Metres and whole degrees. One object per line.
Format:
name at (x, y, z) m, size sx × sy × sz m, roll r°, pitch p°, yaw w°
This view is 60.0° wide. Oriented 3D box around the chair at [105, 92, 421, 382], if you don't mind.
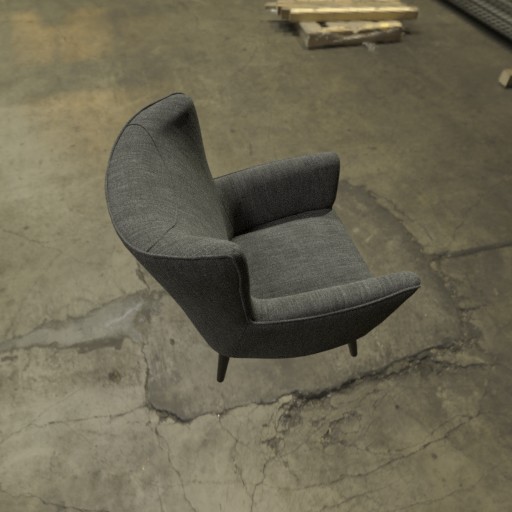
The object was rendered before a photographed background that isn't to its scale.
chair at (0.000, 0.000, 1.624) m, size 0.888 × 0.933 × 0.781 m, roll -11°, pitch 49°, yaw -10°
